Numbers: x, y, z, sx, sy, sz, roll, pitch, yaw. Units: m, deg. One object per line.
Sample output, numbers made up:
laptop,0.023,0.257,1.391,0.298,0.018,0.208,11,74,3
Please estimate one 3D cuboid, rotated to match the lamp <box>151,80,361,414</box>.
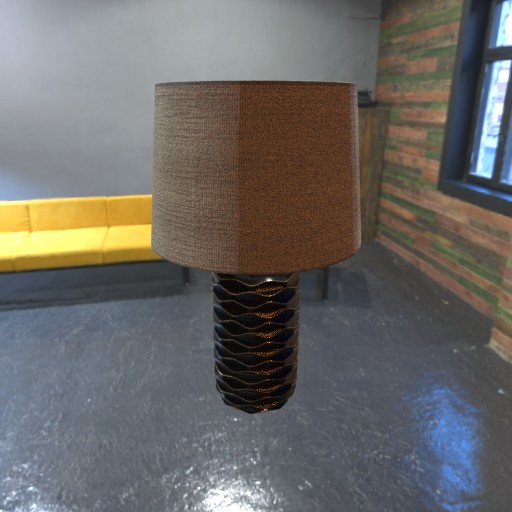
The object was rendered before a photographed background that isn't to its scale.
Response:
lamp,0.000,0.000,0.824,0.376,0.594,0.376,0,19,0
